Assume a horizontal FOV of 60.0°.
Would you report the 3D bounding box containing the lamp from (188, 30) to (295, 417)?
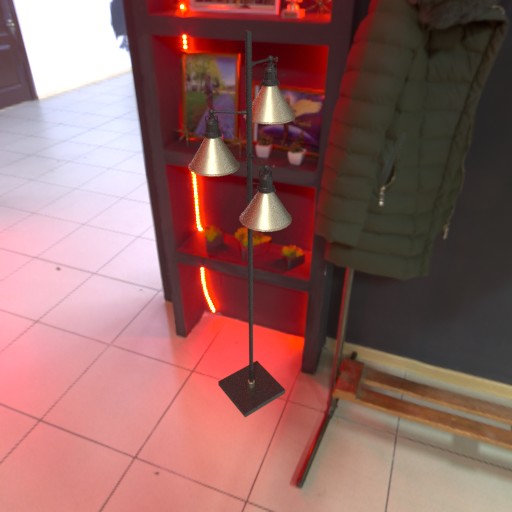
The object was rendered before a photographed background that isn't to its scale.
[{"bbox_3d":[0.000,0.000,1.883,0.428,1.716,0.415,-22,39,-30],"label":"lamp"}]
